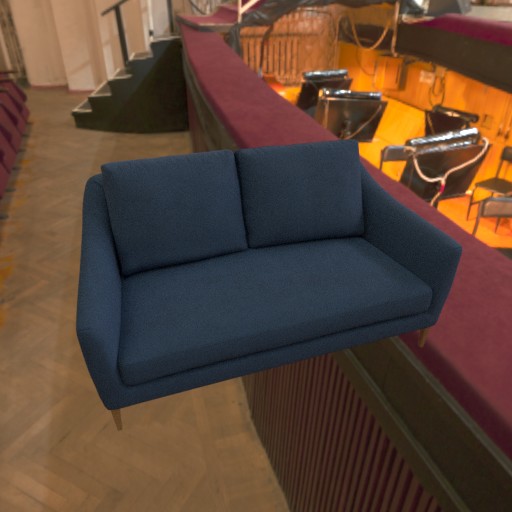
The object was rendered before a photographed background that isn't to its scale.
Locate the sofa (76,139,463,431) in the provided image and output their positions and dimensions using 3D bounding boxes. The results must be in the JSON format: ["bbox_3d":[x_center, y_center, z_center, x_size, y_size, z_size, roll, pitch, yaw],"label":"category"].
[{"bbox_3d":[0.000,0.000,2.161,1.619,0.902,0.960,-11,34,-16],"label":"sofa"}]
